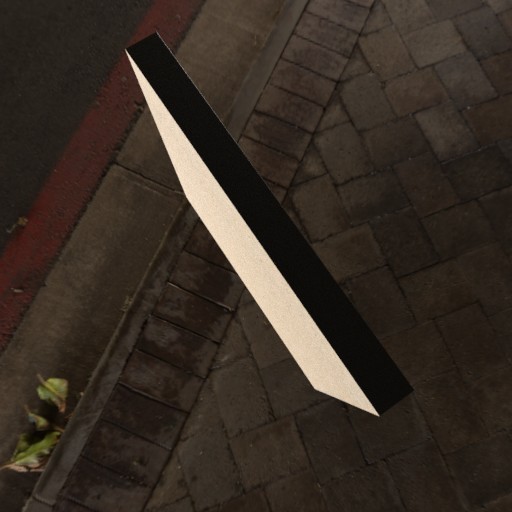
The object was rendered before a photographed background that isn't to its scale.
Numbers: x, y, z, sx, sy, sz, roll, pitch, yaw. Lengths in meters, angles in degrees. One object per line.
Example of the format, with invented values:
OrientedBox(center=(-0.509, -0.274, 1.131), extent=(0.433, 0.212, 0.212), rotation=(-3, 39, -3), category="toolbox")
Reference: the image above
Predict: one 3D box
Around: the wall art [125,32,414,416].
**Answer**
OrientedBox(center=(0.000, 0.000, 0.471), extent=(0.029, 0.318, 0.327), rotation=(-33, 78, -8), category="wall art")
